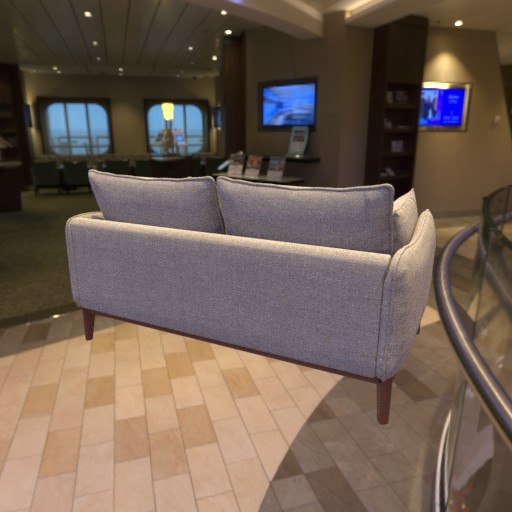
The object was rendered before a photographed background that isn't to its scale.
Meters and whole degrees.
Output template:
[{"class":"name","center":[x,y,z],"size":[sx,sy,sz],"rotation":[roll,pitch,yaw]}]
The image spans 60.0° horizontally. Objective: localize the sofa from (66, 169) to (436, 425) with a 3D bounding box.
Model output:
[{"class":"sofa","center":[0.000,0.000,2.167],"size":[1.580,0.851,0.972],"rotation":[8,18,26]}]
